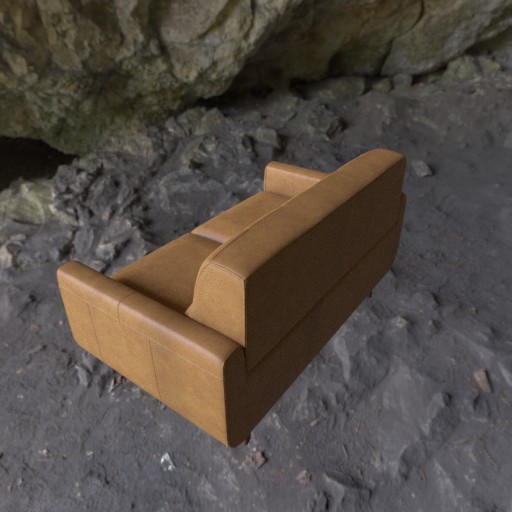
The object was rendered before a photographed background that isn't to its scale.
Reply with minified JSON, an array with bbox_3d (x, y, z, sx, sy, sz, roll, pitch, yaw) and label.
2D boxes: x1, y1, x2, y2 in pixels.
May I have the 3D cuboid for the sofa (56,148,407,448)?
[{"bbox_3d":[0.000,0.000,2.282,0.952,0.925,1.651,21,38,30],"label":"sofa"}]
